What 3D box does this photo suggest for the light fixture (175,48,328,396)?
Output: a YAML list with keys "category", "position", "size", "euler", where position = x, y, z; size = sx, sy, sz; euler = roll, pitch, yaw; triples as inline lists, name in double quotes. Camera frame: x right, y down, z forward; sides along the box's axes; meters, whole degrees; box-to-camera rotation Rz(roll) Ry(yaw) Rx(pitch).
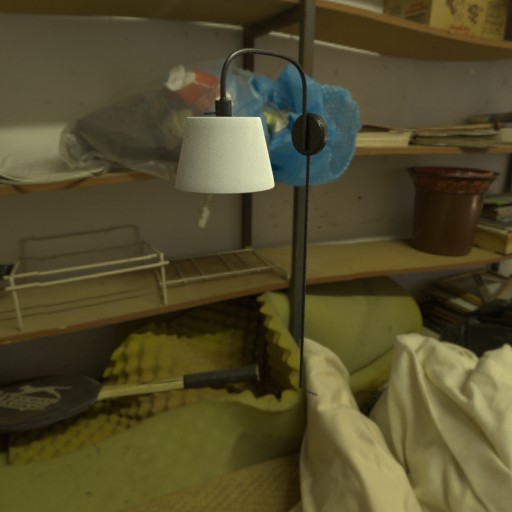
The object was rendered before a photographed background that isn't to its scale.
- category: "light fixture"
  position: [0.000, 0.000, 0.465]
  size: [0.092, 0.399, 0.176]
  euler: [16, 23, 41]
